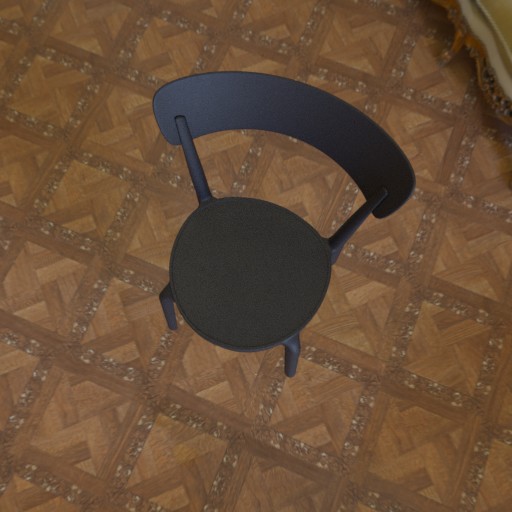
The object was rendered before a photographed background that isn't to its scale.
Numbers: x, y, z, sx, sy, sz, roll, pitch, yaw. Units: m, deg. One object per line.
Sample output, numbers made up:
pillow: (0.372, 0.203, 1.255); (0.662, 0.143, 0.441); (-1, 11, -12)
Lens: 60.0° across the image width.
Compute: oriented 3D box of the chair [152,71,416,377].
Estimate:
chair: (0.000, 0.000, 1.140); (0.506, 0.790, 0.491); (21, 76, 5)
